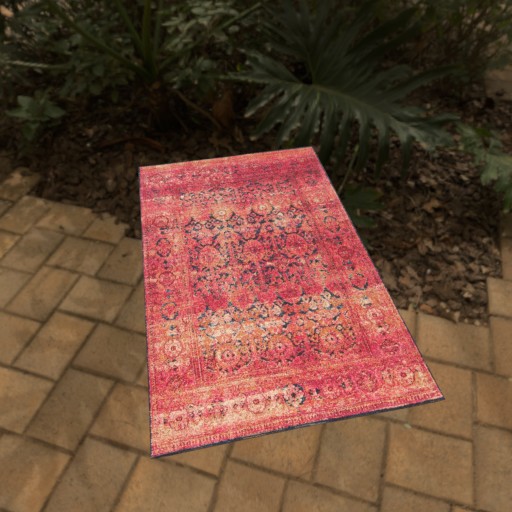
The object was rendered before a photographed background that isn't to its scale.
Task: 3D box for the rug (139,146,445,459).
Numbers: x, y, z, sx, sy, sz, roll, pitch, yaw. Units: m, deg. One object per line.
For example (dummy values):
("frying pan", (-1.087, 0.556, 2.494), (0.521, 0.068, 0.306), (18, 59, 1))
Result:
("rug", (0.000, 0.000, 3.056), (1.539, 0.018, 2.449), (-9, 47, -8))
